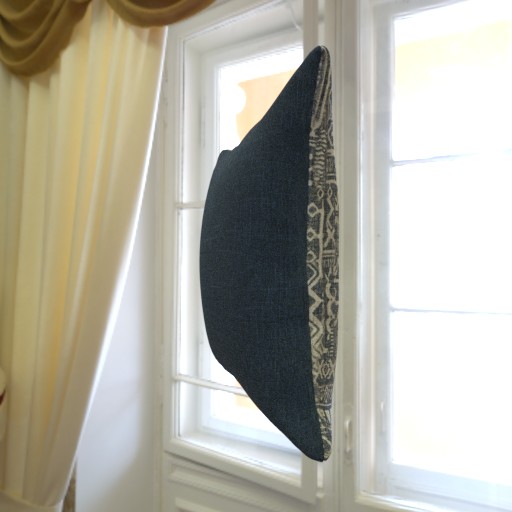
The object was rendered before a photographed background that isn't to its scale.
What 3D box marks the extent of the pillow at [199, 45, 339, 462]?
[{"bbox_3d":[0.000,0.000,0.763,0.180,0.487,0.546,0,0,-17],"label":"pillow"}]
